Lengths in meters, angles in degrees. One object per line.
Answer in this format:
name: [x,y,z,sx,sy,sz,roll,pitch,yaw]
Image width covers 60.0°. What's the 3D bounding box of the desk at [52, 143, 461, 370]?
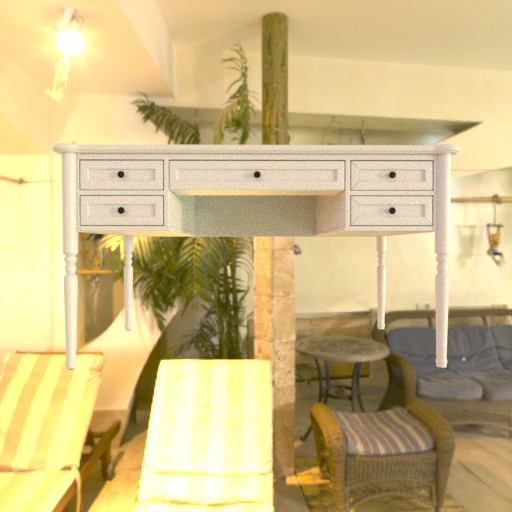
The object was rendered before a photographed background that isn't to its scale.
desk: [0.000,0.000,1.871,1.380,0.762,0.807,0,1,-1]
